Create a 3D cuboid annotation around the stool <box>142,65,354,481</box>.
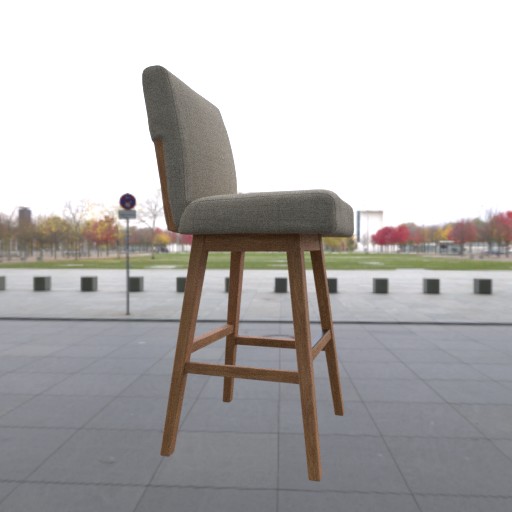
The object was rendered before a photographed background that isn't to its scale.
[{"bbox_3d":[0.000,0.000,1.390,0.569,1.106,0.483,0,1,18],"label":"stool"}]
